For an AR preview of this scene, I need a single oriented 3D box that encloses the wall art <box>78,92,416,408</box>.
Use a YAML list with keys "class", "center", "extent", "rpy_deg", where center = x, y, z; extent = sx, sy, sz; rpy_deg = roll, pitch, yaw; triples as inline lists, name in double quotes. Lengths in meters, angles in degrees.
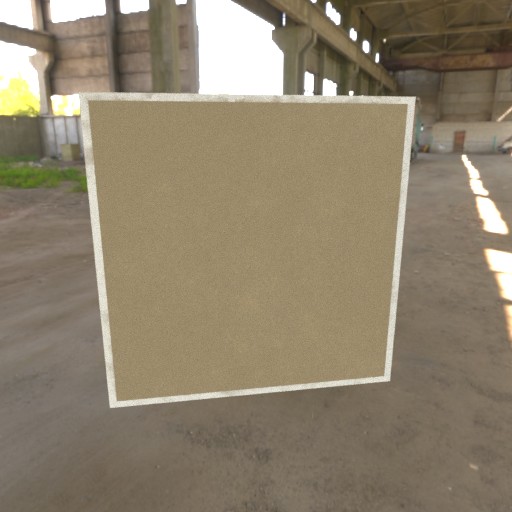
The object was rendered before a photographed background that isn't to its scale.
- class: "wall art"
  center: [0.000, 0.000, 1.106]
  extent: [0.760, 0.757, 0.038]
  rpy_deg: [-3, 16, -9]
